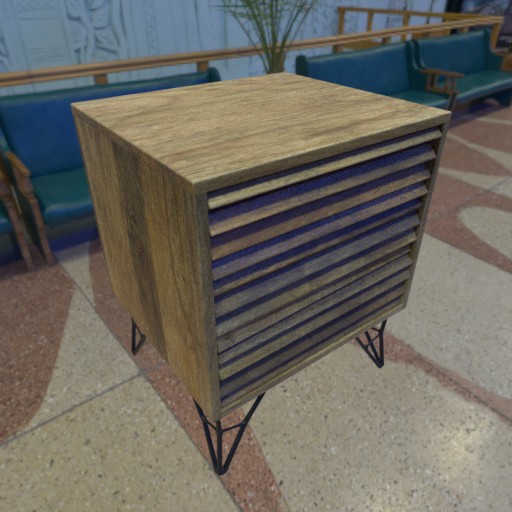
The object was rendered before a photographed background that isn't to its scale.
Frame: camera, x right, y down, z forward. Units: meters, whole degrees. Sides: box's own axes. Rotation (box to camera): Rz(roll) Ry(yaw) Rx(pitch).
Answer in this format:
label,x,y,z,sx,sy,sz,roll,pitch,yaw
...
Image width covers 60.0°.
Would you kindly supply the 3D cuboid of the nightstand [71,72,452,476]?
label,x,y,z,sx,sy,sz,roll,pitch,yaw
nightstand,0.000,0.000,0.852,0.457,0.559,0.406,-22,39,-30
